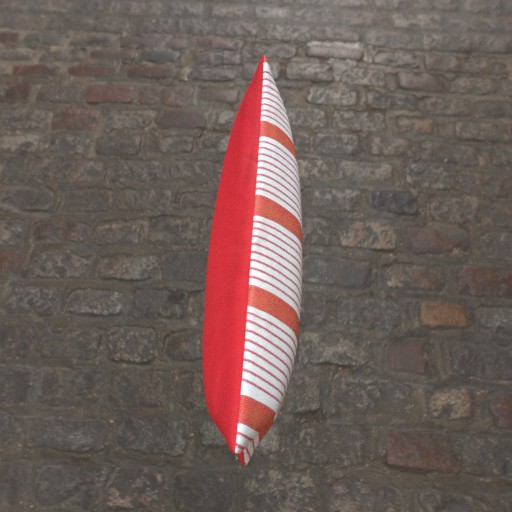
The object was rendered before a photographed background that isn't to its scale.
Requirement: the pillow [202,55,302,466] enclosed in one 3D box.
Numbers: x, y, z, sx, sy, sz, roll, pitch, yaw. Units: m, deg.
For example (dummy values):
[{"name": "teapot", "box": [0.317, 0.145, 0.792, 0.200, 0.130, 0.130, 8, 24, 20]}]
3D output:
[{"name": "pillow", "box": [0.000, 0.000, 0.719, 0.151, 0.297, 0.608, 3, 62, 2]}]
